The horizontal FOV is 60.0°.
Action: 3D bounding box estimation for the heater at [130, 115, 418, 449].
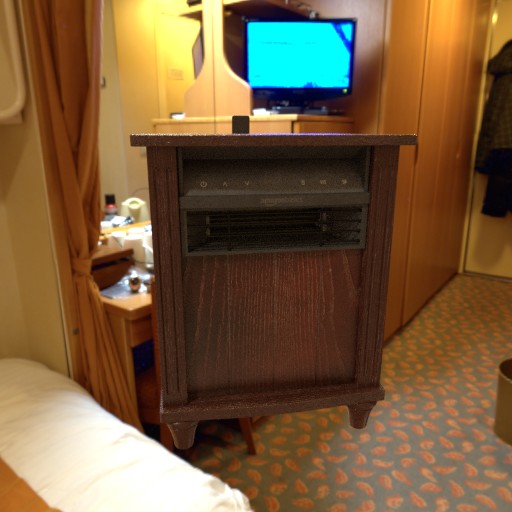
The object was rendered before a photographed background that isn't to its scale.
[{"bbox_3d":[0.000,0.000,0.775,0.362,0.481,0.400,-3,16,-9],"label":"heater"}]
